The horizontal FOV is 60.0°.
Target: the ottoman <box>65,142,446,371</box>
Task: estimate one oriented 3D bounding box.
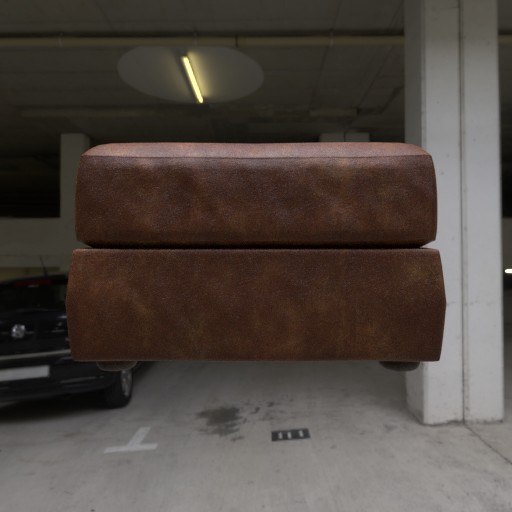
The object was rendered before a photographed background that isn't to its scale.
[{"bbox_3d":[0.000,0.000,1.137,0.751,0.476,0.603,0,-1,0],"label":"ottoman"}]
